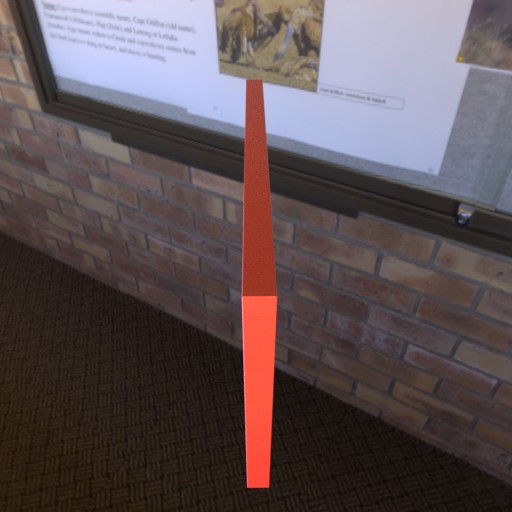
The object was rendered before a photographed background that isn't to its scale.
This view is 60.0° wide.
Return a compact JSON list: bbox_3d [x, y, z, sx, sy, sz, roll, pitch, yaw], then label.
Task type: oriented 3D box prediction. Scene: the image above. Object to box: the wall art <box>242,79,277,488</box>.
[{"bbox_3d":[0.000,0.000,0.773,0.033,0.405,0.607,0,40,0],"label":"wall art"}]
